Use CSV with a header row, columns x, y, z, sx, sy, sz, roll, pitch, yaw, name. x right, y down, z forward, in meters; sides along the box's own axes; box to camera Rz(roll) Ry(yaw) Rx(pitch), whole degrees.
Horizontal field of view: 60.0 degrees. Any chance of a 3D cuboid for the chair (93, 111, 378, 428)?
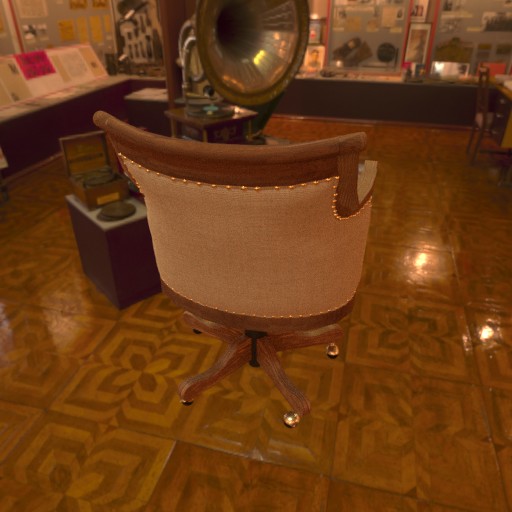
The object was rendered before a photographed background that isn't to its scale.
x,y,z,sx,sy,sz,roll,pitch,yaw,name
0.000,0.000,1.395,0.656,0.965,0.689,9,32,14,chair
